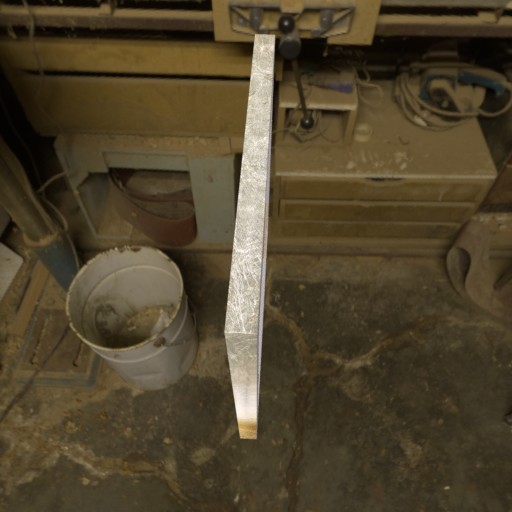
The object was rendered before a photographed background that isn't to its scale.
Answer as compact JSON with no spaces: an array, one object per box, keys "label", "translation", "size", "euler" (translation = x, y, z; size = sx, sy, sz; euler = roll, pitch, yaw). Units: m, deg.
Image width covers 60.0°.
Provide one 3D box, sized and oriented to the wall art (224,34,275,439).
[{"label":"wall art","translation":[0.000,0.000,0.933],"size":[0.038,0.610,0.610],"euler":[3,57,2]}]
